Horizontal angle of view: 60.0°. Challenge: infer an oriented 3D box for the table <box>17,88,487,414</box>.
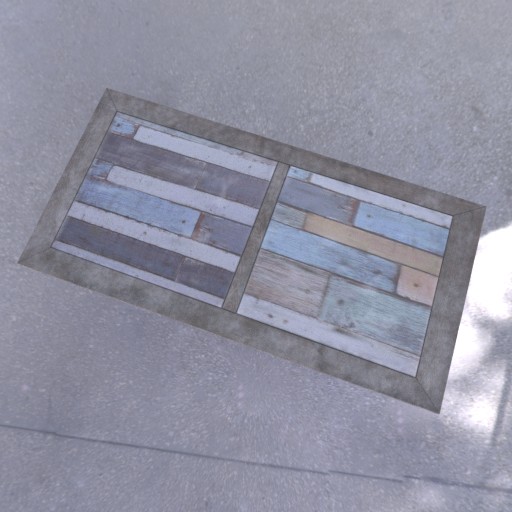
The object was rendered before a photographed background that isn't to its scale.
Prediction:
[{"bbox_3d":[0.000,0.000,1.501,1.219,0.470,0.610,19,75,5],"label":"table"}]
